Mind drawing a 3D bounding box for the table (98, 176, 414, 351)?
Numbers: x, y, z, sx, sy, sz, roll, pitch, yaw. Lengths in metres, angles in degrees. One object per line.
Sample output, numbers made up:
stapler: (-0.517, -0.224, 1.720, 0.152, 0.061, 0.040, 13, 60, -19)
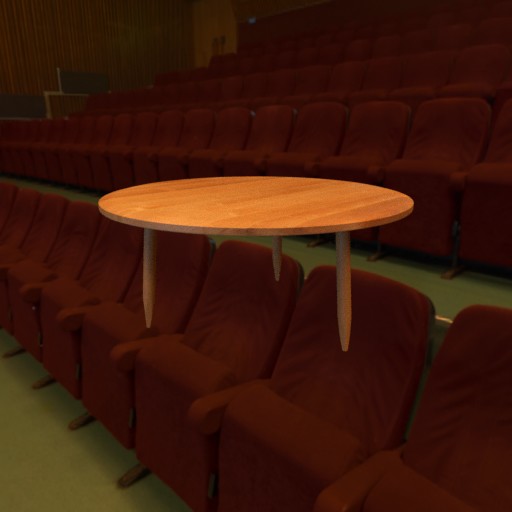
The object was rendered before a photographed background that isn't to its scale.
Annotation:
table: (0.000, 0.000, 1.391, 0.900, 0.400, 0.900, 0, 17, 0)
